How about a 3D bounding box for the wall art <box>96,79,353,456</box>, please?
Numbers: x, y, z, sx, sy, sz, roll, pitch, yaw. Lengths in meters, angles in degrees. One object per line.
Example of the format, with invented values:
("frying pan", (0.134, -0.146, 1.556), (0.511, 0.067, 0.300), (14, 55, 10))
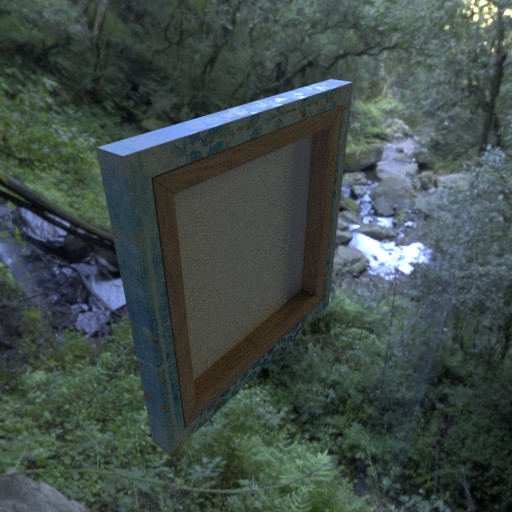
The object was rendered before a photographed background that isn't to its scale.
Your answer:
("wall art", (0.000, 0.000, 0.618), (0.037, 0.405, 0.405), (23, 38, 32))
